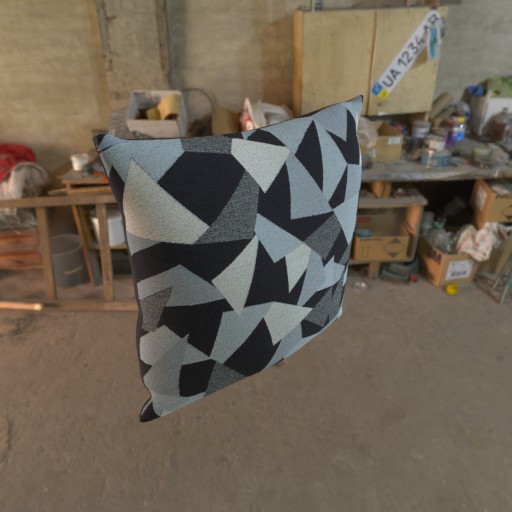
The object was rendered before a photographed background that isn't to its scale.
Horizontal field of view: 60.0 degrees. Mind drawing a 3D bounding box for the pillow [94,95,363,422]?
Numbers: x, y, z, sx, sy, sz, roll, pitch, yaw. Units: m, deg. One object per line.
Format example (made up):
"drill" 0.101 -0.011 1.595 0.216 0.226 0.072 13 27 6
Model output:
"pillow" 0.000 0.000 0.774 0.503 0.496 0.208 -21 36 -32
